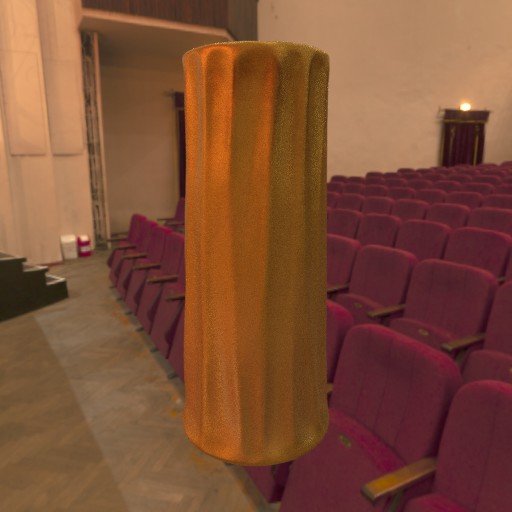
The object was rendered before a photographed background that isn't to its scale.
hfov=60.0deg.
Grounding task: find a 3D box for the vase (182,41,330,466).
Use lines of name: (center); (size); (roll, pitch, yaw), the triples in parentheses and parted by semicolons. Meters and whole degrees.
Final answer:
vase: (0.000, 0.000, 0.172); (0.061, 0.143, 0.061); (0, 13, 0)
